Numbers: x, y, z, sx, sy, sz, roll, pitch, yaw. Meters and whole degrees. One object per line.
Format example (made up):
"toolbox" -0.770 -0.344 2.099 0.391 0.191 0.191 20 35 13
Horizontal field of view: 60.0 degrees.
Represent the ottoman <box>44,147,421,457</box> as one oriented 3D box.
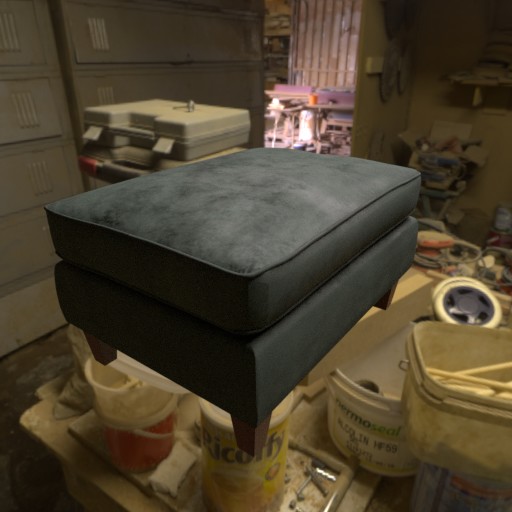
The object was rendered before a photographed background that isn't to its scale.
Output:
"ottoman" 0.000 0.000 1.235 0.632 0.495 0.864 17 30 33
